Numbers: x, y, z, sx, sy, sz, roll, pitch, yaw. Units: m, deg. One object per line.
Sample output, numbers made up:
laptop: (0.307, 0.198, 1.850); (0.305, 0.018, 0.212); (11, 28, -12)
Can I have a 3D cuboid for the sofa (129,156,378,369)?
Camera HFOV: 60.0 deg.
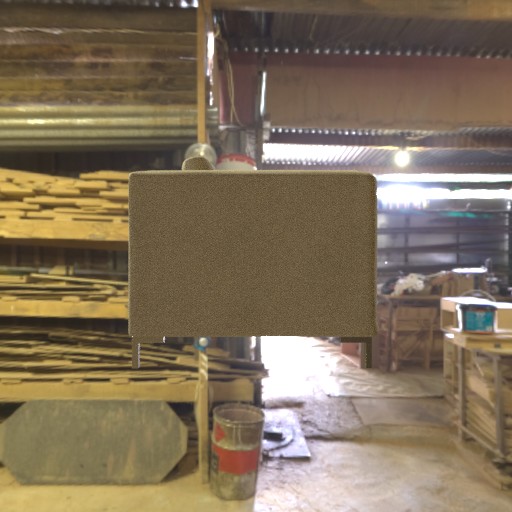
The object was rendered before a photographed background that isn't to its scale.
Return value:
sofa: (0.000, 0.000, 2.897); (0.969, 0.867, 2.415); (0, 0, 0)
